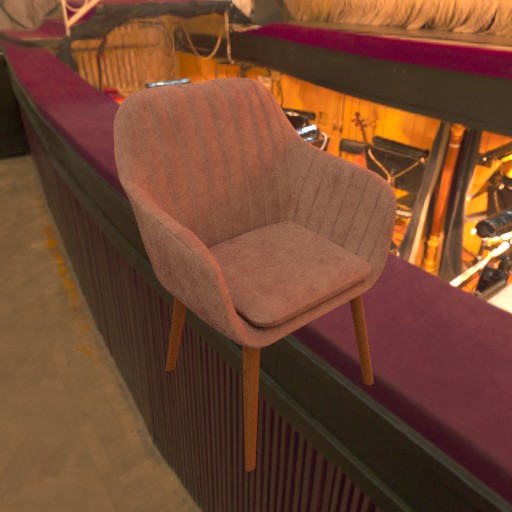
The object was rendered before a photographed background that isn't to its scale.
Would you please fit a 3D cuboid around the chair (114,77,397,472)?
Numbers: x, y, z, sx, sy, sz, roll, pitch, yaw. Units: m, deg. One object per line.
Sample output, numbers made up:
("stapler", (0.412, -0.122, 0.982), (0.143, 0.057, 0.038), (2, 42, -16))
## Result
("chair", (0.000, 0.000, 1.220), (0.610, 0.832, 0.570), (-22, 37, -32))
